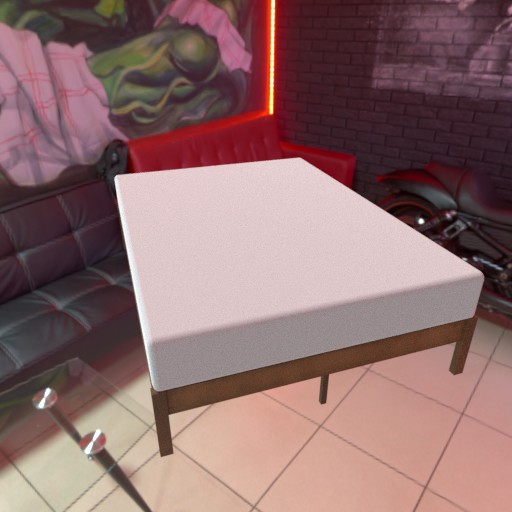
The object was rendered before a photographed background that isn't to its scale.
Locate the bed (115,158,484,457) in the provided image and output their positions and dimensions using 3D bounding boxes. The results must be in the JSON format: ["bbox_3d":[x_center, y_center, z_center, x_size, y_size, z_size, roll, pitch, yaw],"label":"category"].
[{"bbox_3d":[0.000,0.000,2.758,1.529,0.593,2.050,-9,29,-17],"label":"bed"}]
